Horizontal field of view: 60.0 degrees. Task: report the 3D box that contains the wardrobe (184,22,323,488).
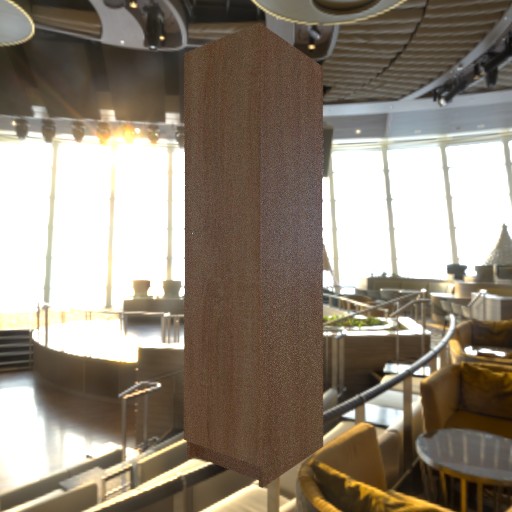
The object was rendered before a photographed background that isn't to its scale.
[{"bbox_3d":[0.000,0.000,2.388,0.496,2.117,0.588,0,-1,38],"label":"wardrobe"}]
